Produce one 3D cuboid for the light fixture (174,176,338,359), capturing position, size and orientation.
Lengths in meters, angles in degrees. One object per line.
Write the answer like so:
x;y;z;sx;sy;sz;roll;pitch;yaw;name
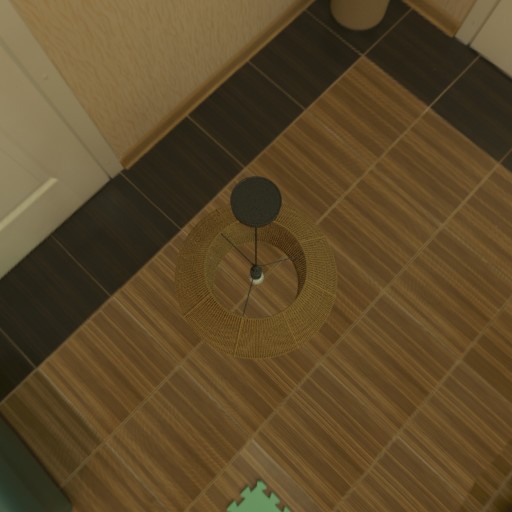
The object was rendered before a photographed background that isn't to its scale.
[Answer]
0.000;0.000;1.408;0.643;1.009;0.643;0;77;0;light fixture
